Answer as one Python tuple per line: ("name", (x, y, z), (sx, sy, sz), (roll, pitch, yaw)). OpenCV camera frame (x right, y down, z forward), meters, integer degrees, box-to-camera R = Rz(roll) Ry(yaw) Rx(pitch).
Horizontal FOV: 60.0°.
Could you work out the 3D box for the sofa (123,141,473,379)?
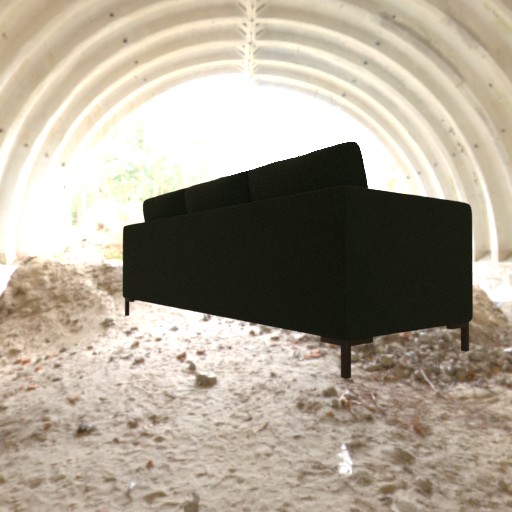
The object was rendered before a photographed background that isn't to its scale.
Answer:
("sofa", (0.000, 0.000, 2.647), (0.859, 0.870, 2.218), (0, -1, -36))
